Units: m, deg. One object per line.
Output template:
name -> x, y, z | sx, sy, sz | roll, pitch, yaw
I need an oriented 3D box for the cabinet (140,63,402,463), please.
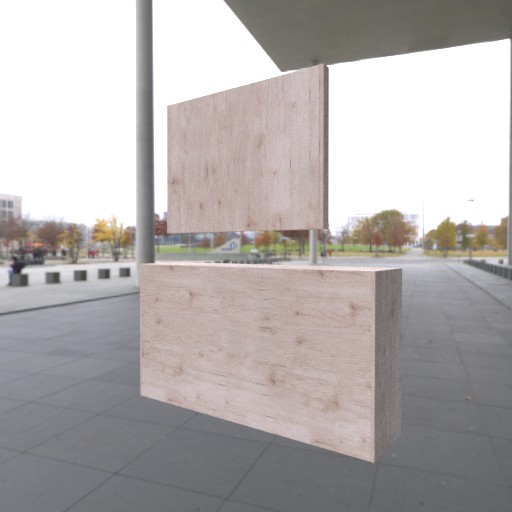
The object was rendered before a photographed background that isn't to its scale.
cabinet -> 0.000, 0.000, 2.780 | 1.700, 1.981, 0.420 | 1, 1, 36
